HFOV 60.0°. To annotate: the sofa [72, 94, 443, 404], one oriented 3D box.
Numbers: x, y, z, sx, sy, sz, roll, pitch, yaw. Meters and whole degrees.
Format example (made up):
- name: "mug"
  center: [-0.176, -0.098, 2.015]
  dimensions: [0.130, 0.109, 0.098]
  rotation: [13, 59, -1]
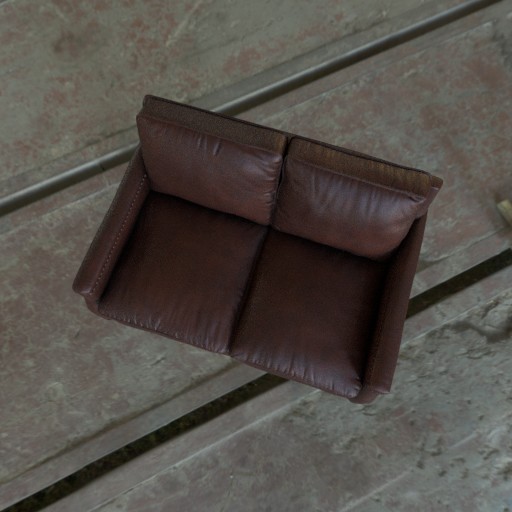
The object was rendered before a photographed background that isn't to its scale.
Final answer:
- name: "sofa"
  center: [0.000, 0.000, 2.325]
  dimensions: [1.628, 1.003, 1.083]
  rotation: [17, 75, 5]
